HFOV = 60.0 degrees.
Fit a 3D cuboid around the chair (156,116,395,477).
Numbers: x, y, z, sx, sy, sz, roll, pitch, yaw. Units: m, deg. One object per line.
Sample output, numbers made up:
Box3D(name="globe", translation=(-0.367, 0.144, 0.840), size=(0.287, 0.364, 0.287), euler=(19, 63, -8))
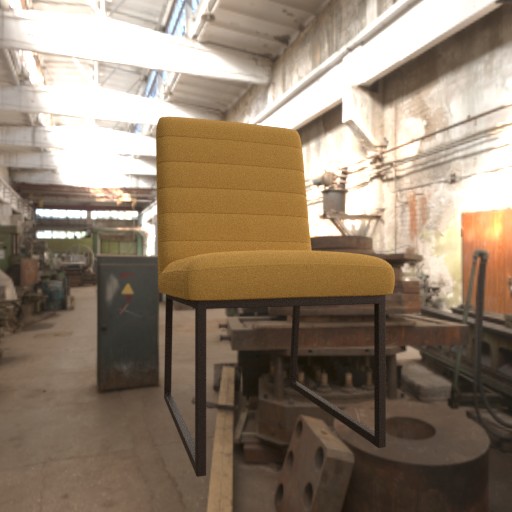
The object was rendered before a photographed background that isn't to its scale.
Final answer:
Box3D(name="chair", translation=(0.000, 0.000, 1.286), size=(0.520, 0.930, 0.634), euler=(0, 0, -19))
